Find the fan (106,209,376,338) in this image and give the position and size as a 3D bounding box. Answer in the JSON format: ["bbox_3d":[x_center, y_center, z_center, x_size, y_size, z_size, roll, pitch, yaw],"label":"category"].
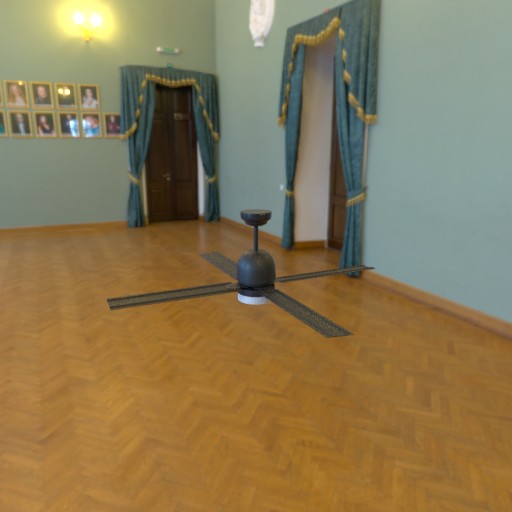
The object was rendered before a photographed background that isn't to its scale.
[{"bbox_3d":[0.000,0.000,2.027,1.319,0.410,1.319,-7,16,-26],"label":"fan"}]
